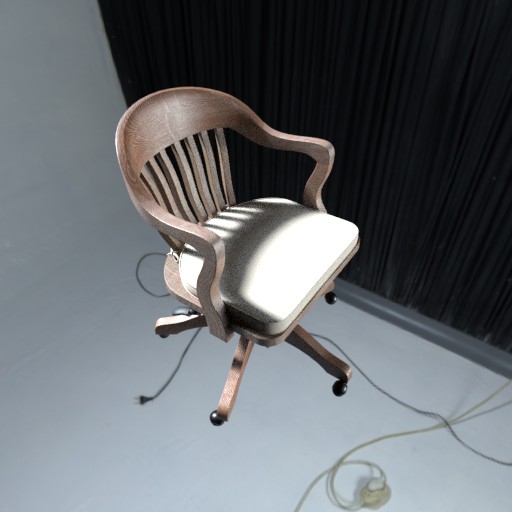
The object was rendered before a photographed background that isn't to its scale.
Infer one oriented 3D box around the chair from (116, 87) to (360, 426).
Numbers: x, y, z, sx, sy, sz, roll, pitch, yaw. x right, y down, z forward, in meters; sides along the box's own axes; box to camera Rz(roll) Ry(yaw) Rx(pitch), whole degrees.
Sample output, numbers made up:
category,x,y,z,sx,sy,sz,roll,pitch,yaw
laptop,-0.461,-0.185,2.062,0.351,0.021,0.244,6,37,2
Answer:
category,x,y,z,sx,sy,sz,roll,pitch,yaw
chair,0.000,0.000,1.438,0.788,0.878,0.750,25,47,26
